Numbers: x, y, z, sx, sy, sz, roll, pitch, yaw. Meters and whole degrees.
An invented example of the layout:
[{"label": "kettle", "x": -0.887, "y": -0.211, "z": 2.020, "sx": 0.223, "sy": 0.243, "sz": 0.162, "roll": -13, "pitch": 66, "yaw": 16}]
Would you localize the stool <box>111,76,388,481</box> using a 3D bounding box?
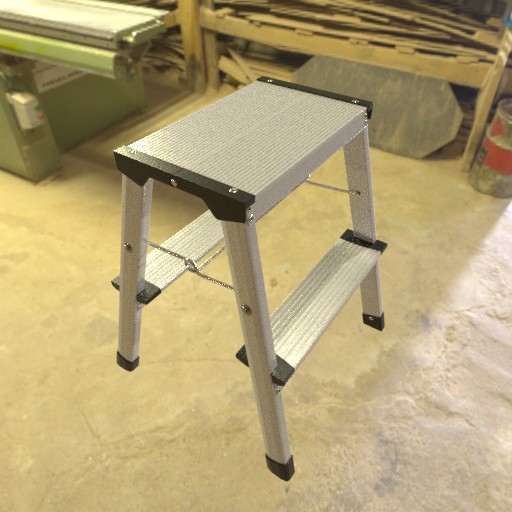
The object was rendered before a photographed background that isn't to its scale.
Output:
[{"label": "stool", "x": 0.000, "y": 0.000, "z": 0.766, "sx": 0.405, "sy": 0.480, "sz": 0.404, "roll": 24, "pitch": 46, "yaw": 26}]
